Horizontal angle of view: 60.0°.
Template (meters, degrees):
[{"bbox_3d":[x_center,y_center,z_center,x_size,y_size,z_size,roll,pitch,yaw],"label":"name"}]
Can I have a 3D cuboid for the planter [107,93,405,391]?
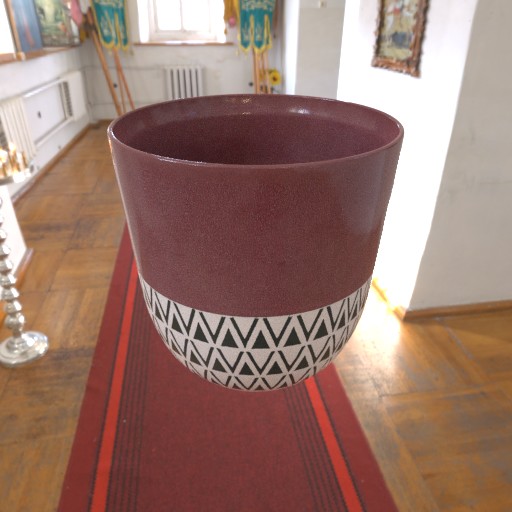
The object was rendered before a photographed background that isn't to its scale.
[{"bbox_3d":[0.000,0.000,0.355,0.195,0.214,0.195,0,30,0],"label":"planter"}]
